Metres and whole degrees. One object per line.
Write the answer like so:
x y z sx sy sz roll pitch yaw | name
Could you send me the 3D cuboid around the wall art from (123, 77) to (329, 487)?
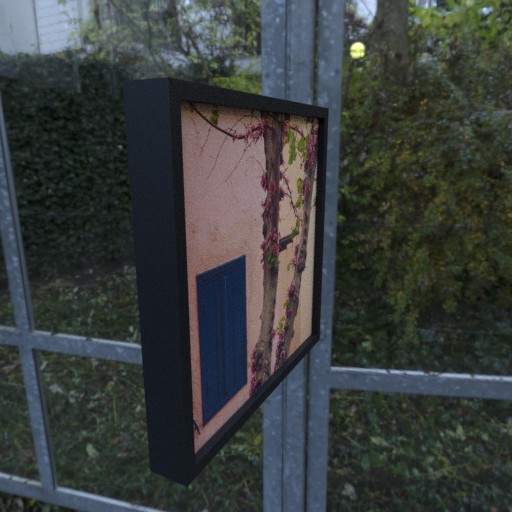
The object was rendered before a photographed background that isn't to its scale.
0.000 0.000 0.452 0.038 0.304 0.305 8 16 27 | wall art
